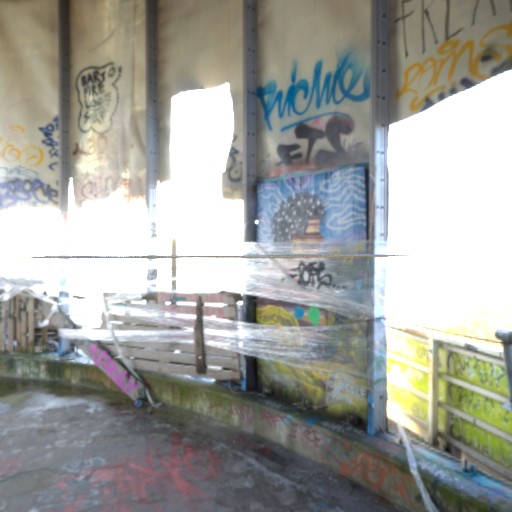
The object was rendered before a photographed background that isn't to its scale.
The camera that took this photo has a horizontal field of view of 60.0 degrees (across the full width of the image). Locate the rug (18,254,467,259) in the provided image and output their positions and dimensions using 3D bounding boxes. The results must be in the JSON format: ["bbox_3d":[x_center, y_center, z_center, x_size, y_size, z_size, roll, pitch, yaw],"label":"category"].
[{"bbox_3d":[0.000,0.000,2.514,2.294,0.014,0.704,0,1,-17],"label":"rug"}]
